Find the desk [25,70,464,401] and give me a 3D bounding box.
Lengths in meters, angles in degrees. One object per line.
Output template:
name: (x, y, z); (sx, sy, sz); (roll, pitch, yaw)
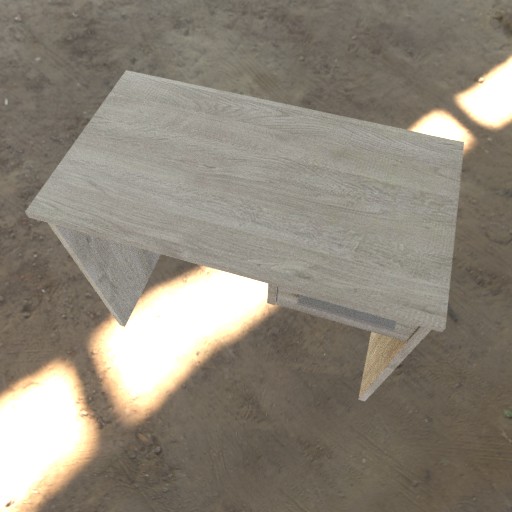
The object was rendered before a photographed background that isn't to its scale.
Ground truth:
desk: (0.000, 0.000, 1.323); (0.893, 0.724, 0.498); (15, 61, 9)
